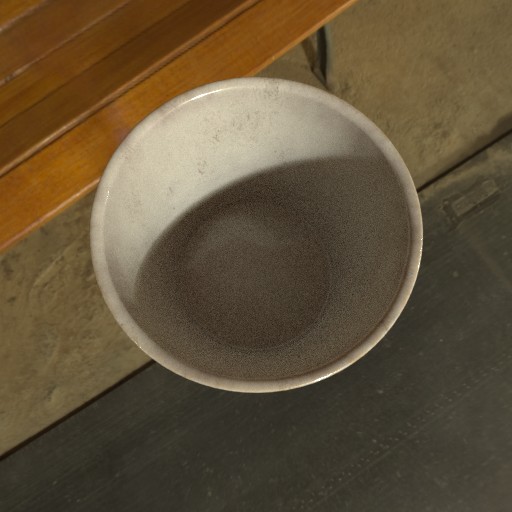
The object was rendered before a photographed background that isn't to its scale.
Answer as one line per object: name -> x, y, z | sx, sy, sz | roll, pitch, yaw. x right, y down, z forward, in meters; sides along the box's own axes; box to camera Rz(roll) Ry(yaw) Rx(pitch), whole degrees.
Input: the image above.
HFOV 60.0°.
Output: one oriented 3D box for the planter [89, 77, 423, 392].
planter -> 0.000, 0.000, 0.336 | 0.193, 0.165, 0.193 | 0, 75, 0
